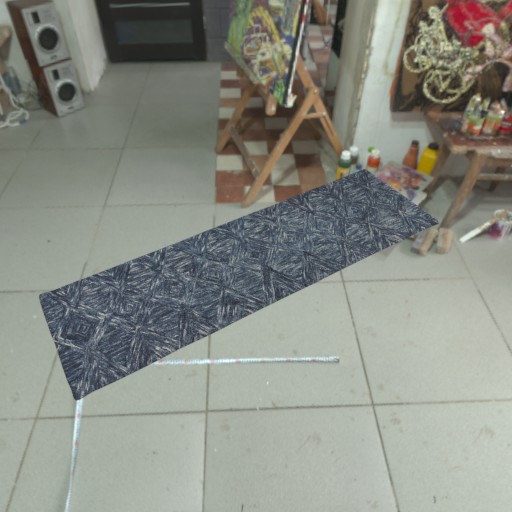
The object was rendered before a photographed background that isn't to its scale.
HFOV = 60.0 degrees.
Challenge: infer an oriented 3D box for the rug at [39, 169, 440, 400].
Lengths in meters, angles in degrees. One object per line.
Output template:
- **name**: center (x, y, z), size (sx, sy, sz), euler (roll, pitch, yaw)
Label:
- **rug**: center (0.000, 0.000, 2.586), size (2.306, 0.013, 0.719), euler (-24, 49, -22)
